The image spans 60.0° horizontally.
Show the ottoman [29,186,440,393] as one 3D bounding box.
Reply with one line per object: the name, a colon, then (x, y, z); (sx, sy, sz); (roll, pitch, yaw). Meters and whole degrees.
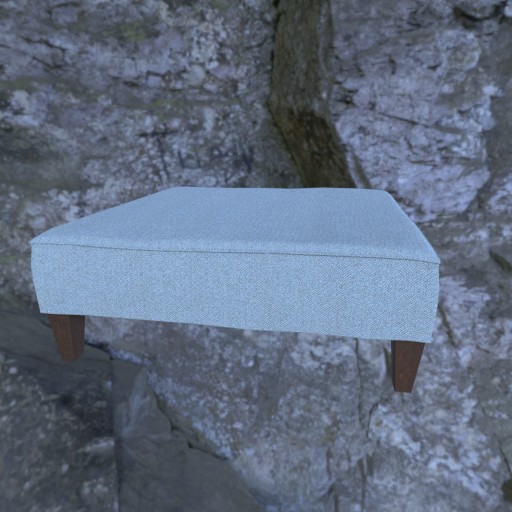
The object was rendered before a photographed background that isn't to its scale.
ottoman: (0.000, 0.000, 1.511); (0.968, 0.379, 1.004); (3, 16, 10)
